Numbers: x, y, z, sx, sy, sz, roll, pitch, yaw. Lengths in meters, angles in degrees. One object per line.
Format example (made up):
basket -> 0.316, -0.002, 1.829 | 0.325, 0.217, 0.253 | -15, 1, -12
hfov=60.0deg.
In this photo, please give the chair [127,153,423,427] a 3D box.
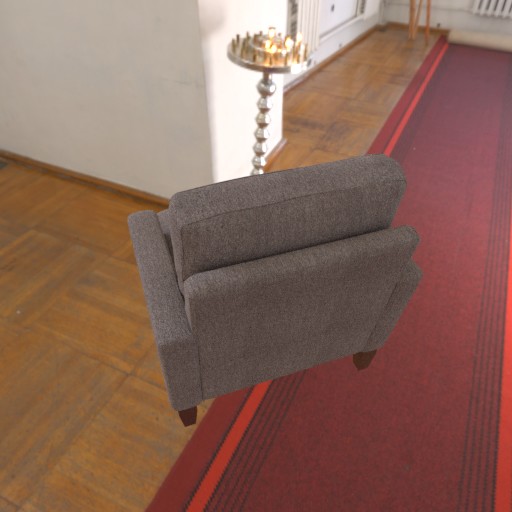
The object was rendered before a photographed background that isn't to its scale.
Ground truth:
chair -> 0.000, 0.000, 1.667 | 0.855, 0.993, 0.897 | -13, 42, -15
